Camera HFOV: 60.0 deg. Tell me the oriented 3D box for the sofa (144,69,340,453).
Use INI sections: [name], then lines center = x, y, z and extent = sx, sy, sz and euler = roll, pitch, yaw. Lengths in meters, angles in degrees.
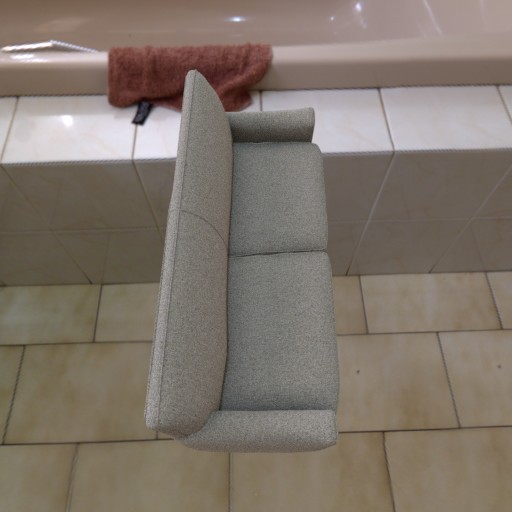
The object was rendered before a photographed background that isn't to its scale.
[sofa]
center = 0.000, 0.000, 2.541
extent = 0.854, 0.942, 2.026
euler = 0, 62, 0
